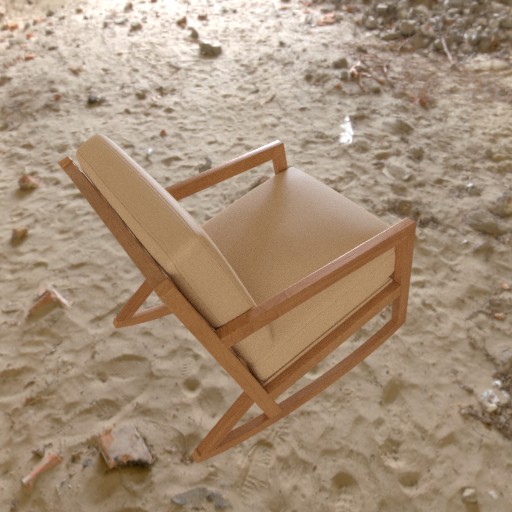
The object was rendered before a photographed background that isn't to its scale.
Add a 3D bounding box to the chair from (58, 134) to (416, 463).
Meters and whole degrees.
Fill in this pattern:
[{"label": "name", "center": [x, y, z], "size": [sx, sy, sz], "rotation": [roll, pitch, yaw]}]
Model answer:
[{"label": "chair", "center": [0.000, 0.000, 1.382], "size": [0.857, 0.790, 0.622], "rotation": [-24, 46, -26]}]
